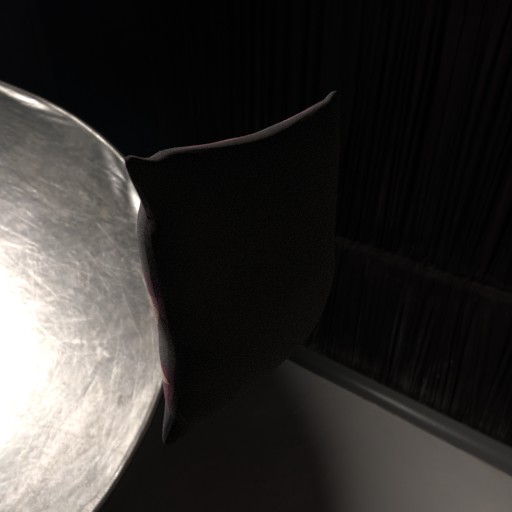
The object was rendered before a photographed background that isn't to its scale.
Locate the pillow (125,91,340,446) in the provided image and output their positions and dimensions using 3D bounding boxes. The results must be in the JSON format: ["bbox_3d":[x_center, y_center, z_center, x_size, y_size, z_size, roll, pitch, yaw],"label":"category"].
[{"bbox_3d":[0.000,0.000,0.783,0.208,0.496,0.503,21,35,32],"label":"pillow"}]
